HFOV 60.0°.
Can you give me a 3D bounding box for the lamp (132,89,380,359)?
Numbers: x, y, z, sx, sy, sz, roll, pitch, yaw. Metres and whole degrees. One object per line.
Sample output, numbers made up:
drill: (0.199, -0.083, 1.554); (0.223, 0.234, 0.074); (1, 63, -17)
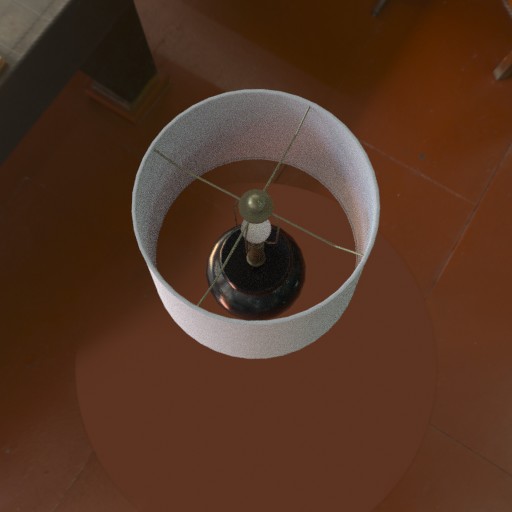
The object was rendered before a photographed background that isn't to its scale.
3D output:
lamp: (0.000, 0.000, 0.530); (0.239, 0.399, 0.239); (0, 78, 0)
